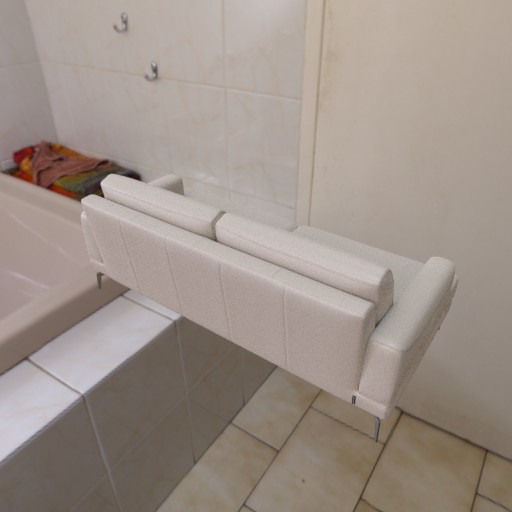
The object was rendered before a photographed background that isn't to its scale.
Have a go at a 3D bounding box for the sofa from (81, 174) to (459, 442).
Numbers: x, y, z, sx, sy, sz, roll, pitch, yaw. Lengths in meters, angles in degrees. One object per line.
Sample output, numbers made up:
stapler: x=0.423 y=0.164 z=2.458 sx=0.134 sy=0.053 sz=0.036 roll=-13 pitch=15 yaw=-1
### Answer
sofa: x=0.000 y=0.000 z=2.440 sx=1.940 sy=0.765 sz=0.974 roll=21 pitch=38 yaw=30
